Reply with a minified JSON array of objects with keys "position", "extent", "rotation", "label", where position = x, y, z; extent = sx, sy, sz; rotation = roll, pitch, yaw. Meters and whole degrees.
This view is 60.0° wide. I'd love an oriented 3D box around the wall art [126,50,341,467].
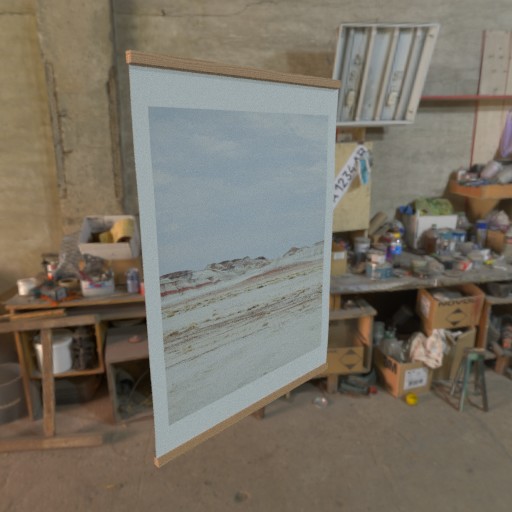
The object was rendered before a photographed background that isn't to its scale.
[{"position":[0.000,0.000,1.295],"extent":[0.739,1.016,0.020],"rotation":[-14,21,-43],"label":"wall art"}]
